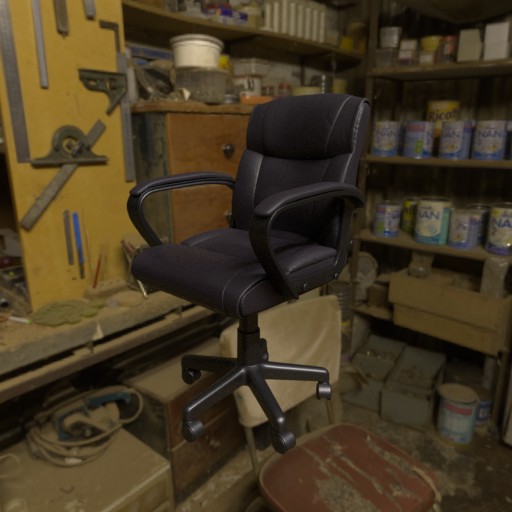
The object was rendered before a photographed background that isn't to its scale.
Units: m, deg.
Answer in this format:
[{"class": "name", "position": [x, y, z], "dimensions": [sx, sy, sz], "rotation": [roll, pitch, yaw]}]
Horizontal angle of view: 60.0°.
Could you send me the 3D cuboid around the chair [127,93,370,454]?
[{"class": "chair", "position": [0.000, 0.000, 1.404], "dimensions": [0.576, 0.998, 0.641], "rotation": [14, 21, 40]}]
